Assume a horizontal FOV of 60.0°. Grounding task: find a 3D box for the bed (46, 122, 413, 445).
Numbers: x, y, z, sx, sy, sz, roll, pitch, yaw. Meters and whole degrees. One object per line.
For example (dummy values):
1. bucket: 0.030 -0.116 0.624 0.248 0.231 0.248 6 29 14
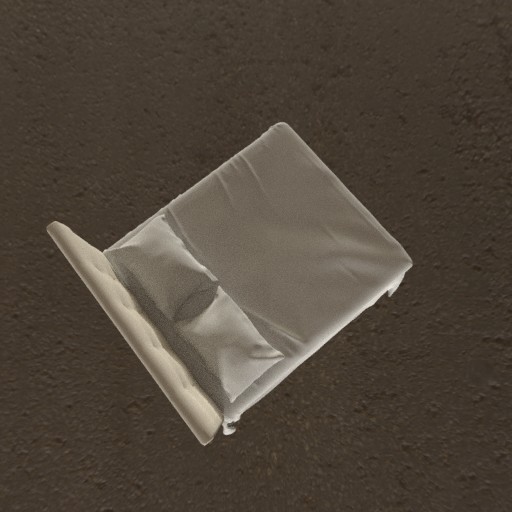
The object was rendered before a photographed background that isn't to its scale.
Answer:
1. bed: 0.000 0.000 3.492 2.222 1.577 1.936 -38 79 -9
